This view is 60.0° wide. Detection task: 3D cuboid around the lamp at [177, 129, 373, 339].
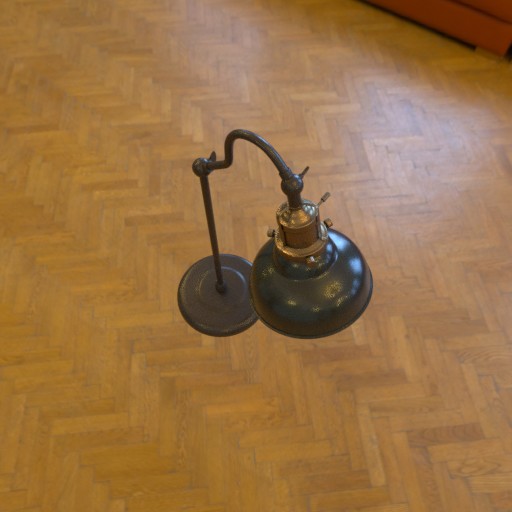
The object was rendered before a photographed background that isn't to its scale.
[{"bbox_3d":[0.000,0.000,0.701,0.374,0.508,0.192,34,65,18],"label":"lamp"}]
